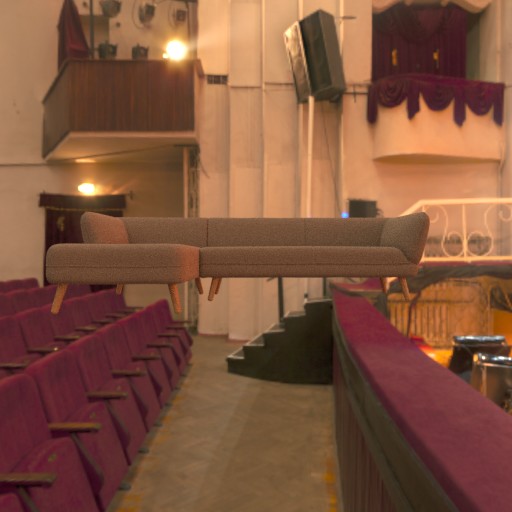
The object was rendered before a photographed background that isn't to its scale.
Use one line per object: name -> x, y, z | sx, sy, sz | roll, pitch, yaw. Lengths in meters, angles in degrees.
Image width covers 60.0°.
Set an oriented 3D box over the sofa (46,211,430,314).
sofa -> 0.000, 0.000, 3.324 | 2.653, 0.693, 1.532 | 0, 0, -1
